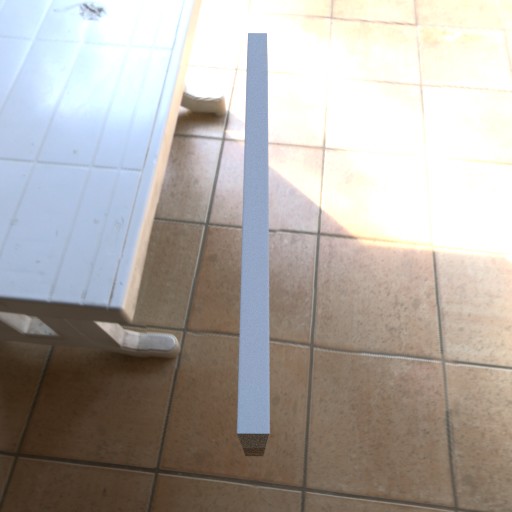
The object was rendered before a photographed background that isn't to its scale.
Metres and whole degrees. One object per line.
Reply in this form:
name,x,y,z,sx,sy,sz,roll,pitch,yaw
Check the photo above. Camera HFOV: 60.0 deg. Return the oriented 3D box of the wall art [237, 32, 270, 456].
wall art,0.000,0.000,1.146,0.050,0.610,0.914,0,63,0
